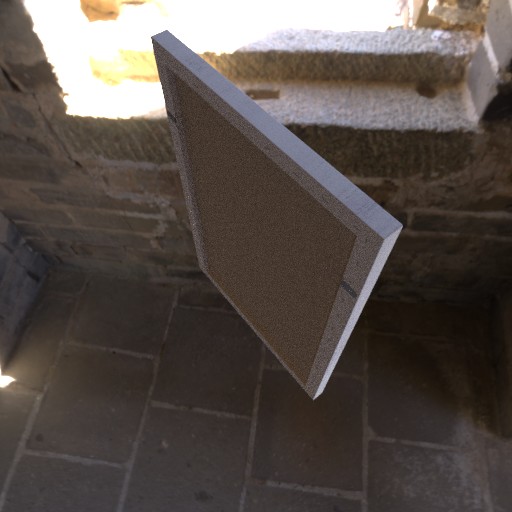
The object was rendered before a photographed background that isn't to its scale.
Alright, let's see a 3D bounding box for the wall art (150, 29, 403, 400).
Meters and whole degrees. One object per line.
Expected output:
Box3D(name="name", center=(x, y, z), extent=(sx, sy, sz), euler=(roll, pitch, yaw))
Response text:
Box3D(name="wall art", center=(0.000, 0.000, 1.147), extent=(0.043, 0.914, 0.624), euler=(-34, 64, -19))
